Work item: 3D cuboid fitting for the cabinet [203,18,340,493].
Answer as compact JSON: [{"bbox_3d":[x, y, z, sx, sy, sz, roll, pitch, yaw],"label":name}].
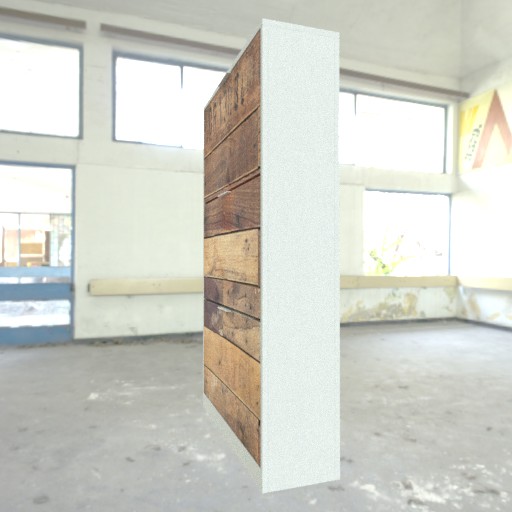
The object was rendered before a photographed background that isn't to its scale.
[{"bbox_3d":[0.000,0.000,1.584,0.250,1.280,0.750,0,0,-19],"label":"cabinet"}]
